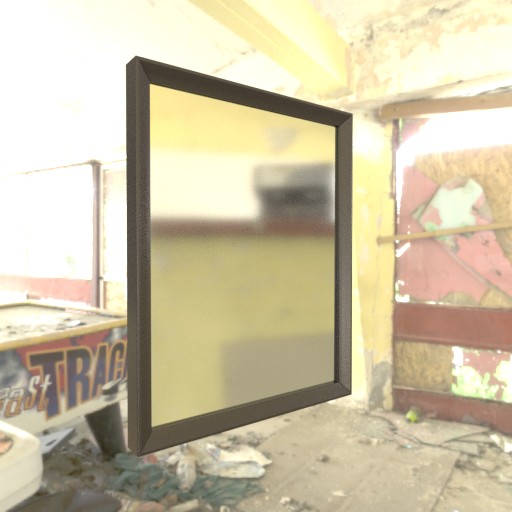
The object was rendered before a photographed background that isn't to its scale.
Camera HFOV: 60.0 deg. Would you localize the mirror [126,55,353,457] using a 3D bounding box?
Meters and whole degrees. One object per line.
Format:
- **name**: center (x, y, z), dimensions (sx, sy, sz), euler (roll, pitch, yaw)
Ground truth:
- **mirror**: center (0.000, 0.000, 0.697), dimensions (0.406, 0.509, 0.041), euler (-1, 1, -37)
